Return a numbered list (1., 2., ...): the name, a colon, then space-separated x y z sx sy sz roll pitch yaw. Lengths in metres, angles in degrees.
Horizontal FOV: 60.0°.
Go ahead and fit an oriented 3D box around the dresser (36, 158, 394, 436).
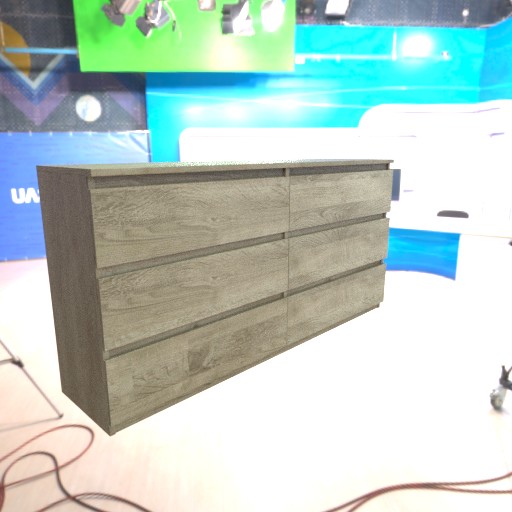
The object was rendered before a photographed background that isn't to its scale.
1. dresser: 0.000 0.000 1.906 0.390 0.795 1.590 13 19 43
